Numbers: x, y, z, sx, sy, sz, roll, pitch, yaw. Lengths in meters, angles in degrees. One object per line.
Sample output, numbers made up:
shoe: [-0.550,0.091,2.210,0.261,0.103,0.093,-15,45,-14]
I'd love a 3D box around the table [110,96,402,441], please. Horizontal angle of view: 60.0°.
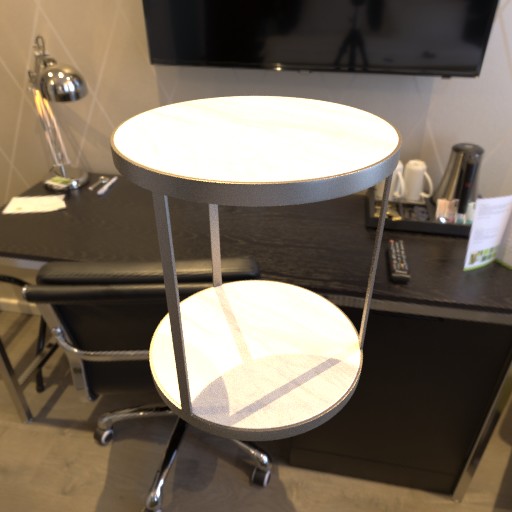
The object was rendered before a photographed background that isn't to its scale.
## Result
table: [0.000,0.000,0.827,0.445,0.479,0.445,0,32,0]
